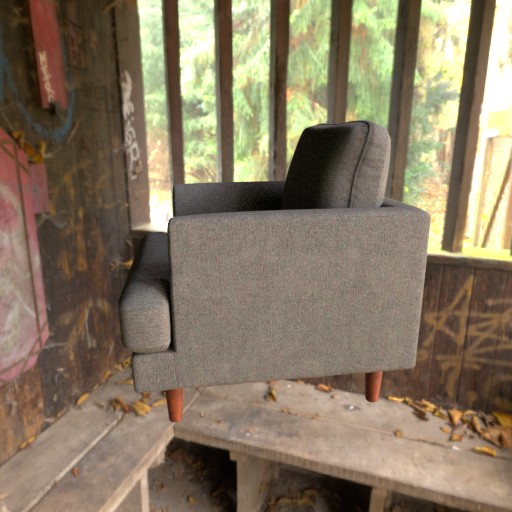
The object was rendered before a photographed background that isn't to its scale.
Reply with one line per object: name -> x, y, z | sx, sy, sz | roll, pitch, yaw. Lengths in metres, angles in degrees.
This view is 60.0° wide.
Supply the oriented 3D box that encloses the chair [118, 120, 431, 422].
chair -> 0.000, 0.000, 1.644 | 0.899, 0.957, 0.858 | -3, 16, -9
